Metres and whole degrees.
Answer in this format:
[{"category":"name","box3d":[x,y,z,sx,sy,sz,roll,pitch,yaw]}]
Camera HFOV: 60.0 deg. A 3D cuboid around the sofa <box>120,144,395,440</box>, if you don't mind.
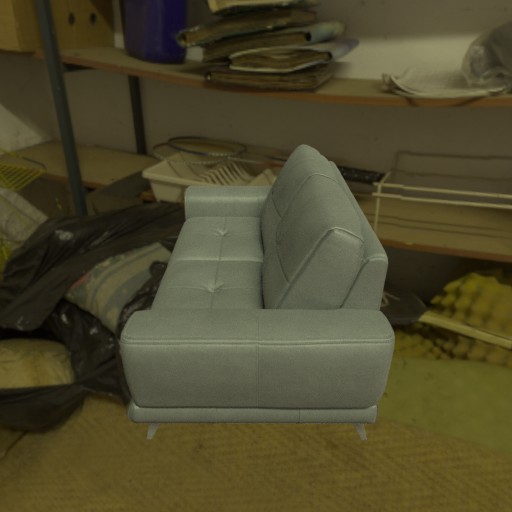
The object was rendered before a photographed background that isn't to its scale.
[{"category":"sofa","box3d":[0.000,0.000,2.391,1.018,0.907,1.806,0,27,0]}]
